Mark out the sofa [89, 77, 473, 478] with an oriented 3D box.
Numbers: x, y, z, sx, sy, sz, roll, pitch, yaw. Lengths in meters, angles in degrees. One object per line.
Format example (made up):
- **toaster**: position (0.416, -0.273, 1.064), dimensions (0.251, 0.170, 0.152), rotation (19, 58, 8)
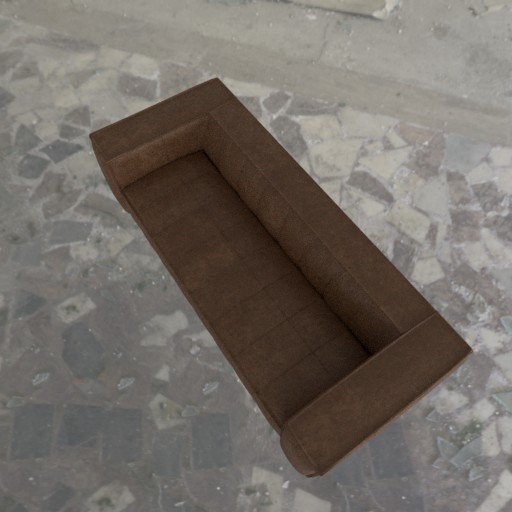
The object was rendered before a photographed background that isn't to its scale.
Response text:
- **sofa**: position (0.000, 0.000, 2.960), dimensions (1.102, 0.701, 2.581), rotation (-31, 66, -16)
